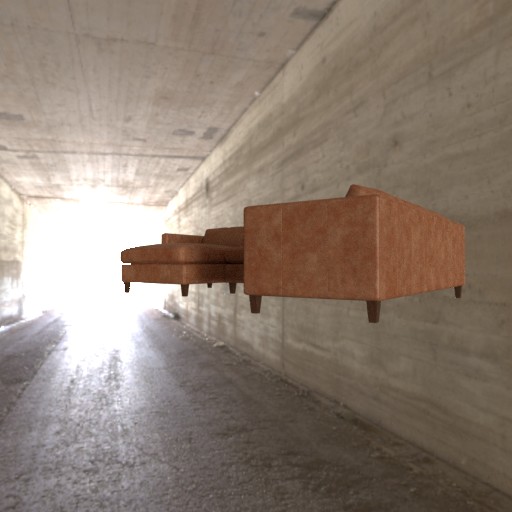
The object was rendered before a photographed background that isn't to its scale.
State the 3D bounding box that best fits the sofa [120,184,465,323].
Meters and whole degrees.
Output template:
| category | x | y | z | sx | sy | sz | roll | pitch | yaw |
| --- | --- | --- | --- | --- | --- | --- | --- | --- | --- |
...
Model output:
| category | x | y | z | sx | sy | sz | roll | pitch | yaw |
| --- | --- | --- | --- | --- | --- | --- | --- | --- | --- |
| sofa | 0.000 | 0.000 | 4.416 | 3.401 | 0.832 | 2.430 | -1 | -1 | 35 |
